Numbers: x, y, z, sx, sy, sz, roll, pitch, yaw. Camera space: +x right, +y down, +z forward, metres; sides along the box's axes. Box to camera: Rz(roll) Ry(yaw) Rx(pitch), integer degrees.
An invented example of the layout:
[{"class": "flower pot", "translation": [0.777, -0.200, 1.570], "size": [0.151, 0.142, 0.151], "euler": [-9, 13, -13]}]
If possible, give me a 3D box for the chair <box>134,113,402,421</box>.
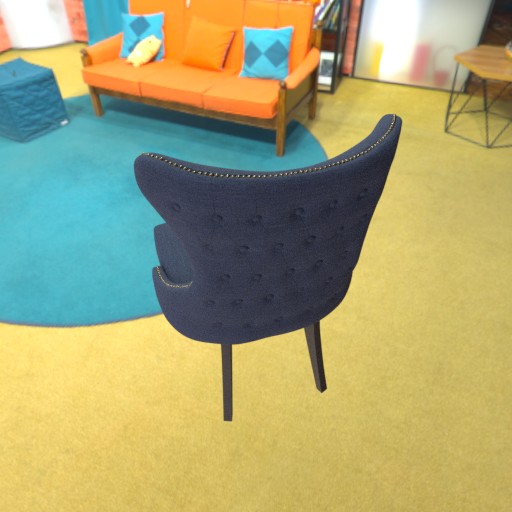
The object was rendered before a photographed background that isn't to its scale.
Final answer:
[{"class": "chair", "translation": [0.000, 0.000, 1.353], "size": [0.628, 0.967, 0.635], "euler": [-13, 43, -14]}]
